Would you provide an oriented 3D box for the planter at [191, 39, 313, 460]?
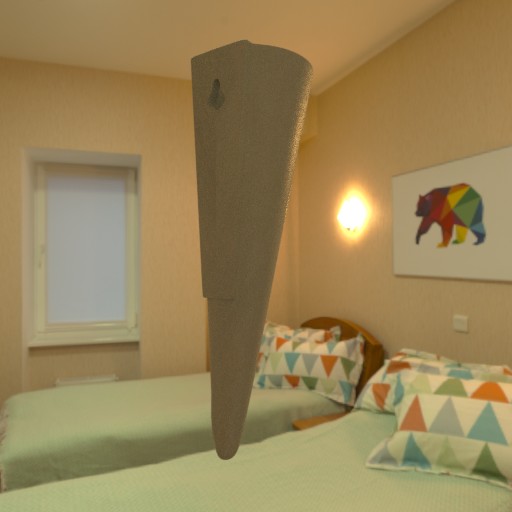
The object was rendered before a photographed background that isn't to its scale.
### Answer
[{"bbox_3d":[0.000,0.000,0.229,0.057,0.191,0.064,0,0,35],"label":"planter"}]
